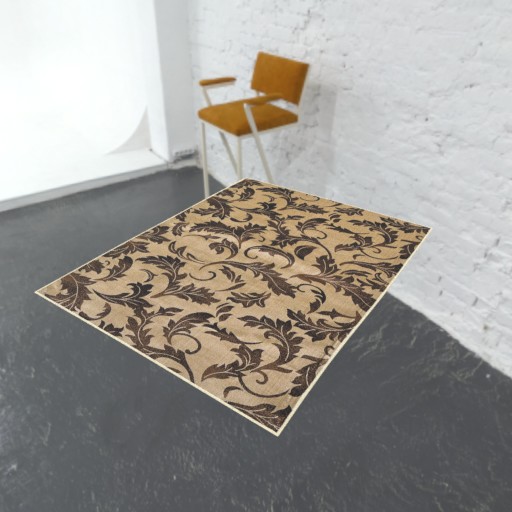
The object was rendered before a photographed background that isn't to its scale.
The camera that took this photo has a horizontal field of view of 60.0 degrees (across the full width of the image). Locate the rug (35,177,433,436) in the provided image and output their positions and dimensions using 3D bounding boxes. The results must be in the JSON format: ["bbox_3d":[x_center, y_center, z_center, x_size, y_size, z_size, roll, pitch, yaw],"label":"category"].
[{"bbox_3d":[0.000,0.000,4.094,2.380,0.008,2.977,20,38,29],"label":"rug"}]
